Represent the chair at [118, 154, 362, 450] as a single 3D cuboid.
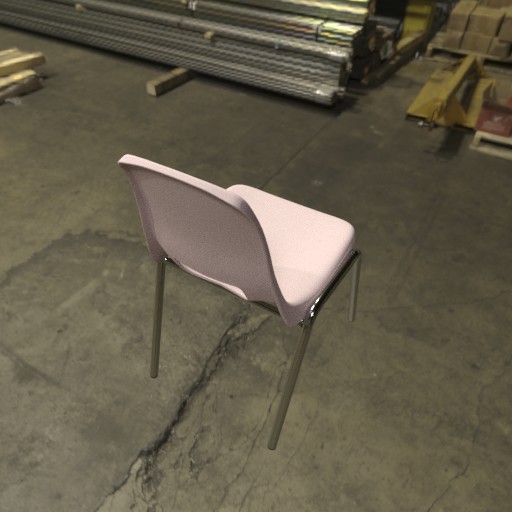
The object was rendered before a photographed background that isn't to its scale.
[{"bbox_3d":[0.000,0.000,0.935,0.381,0.653,0.436,23,49,22],"label":"chair"}]
